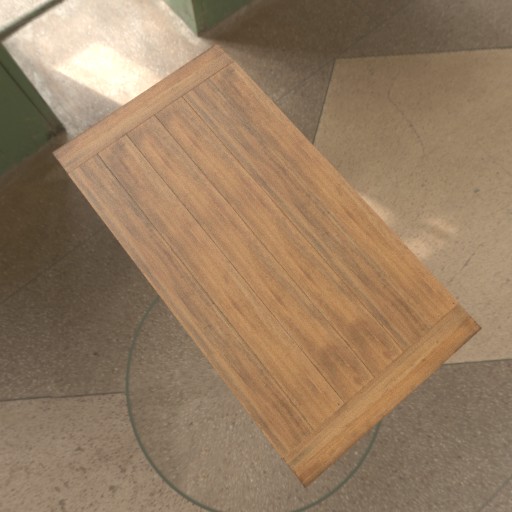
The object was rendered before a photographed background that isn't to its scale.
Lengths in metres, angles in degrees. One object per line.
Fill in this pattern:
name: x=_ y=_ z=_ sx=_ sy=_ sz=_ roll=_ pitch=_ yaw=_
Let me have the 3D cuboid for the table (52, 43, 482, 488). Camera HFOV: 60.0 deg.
table: x=0.000 y=0.000 z=1.602 sx=0.693 sy=0.494 sz=1.270 roll=-38 pitch=78 yaw=-9
